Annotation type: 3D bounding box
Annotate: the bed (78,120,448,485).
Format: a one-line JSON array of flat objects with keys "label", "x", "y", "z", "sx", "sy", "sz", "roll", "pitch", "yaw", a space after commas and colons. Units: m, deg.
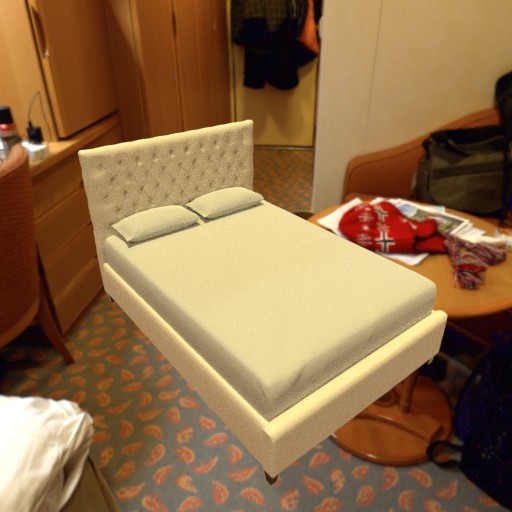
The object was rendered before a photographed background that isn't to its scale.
[{"label": "bed", "x": 0.000, "y": 0.000, "z": 3.424, "sx": 1.698, "sy": 1.427, "sz": 2.387, "roll": -22, "pitch": 36, "yaw": -33}]
